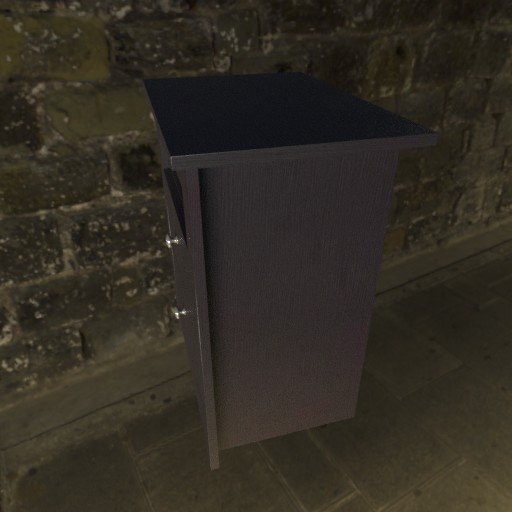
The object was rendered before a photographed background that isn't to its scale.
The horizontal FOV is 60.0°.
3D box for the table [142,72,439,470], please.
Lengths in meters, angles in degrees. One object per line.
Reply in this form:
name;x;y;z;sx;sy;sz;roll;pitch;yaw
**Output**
table;0.000;0.000;1.049;0.408;0.711;0.589;-8;32;-14
